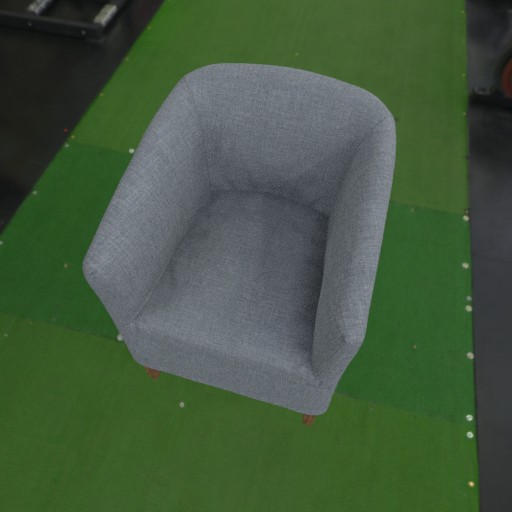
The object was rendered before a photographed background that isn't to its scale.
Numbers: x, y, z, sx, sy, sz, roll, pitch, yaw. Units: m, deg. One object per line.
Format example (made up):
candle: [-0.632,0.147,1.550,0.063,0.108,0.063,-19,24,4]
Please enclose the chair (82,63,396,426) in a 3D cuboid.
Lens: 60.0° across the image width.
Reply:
chair: [0.000,0.000,1.264,0.600,0.771,0.668,14,58,9]
